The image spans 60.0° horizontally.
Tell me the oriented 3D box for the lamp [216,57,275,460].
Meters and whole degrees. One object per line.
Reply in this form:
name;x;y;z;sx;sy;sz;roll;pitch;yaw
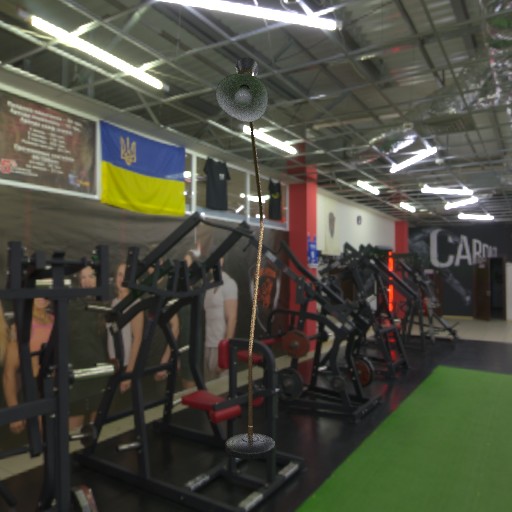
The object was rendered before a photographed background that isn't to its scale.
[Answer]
lamp;0.000;0.000;1.623;0.277;1.438;0.467;-1;-2;34
